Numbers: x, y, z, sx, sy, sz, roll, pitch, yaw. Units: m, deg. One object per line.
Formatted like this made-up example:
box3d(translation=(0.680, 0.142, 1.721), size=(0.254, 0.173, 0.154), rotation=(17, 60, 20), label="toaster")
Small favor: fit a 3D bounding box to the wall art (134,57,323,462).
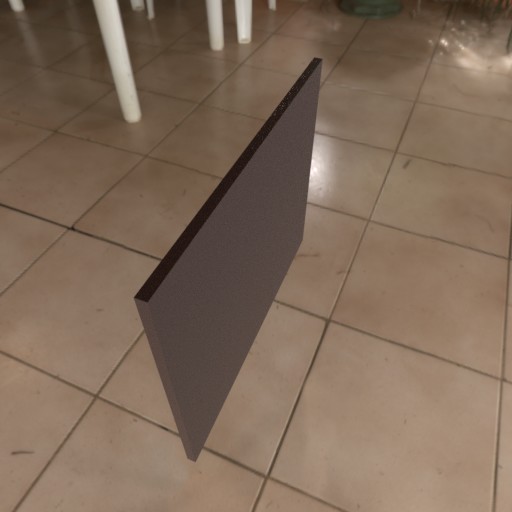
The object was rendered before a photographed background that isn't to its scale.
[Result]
box3d(translation=(0.000, 0.000, 1.614), size=(0.034, 0.952, 1.207), rotation=(17, 50, 15), label="wall art")
